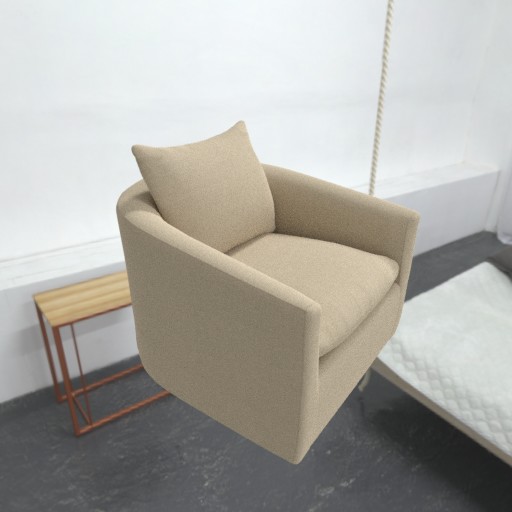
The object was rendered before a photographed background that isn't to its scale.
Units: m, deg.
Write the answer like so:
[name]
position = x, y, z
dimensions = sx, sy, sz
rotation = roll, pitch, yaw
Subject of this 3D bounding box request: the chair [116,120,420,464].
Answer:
[chair]
position = 0.000, 0.000, 1.625
dimensions = 0.910, 0.848, 0.845
rotation = 17, 31, 32
